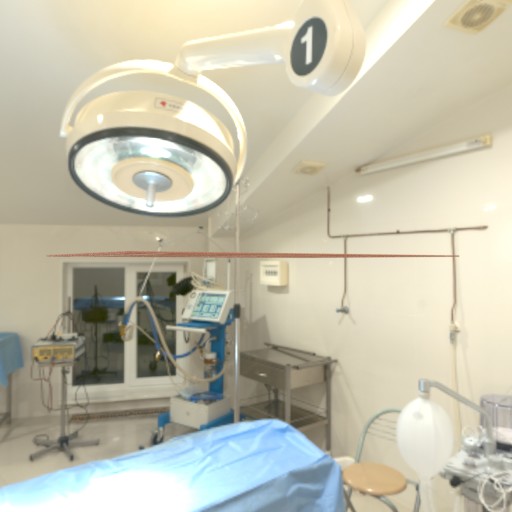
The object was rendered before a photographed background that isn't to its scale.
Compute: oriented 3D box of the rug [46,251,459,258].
[{"bbox_3d":[0.000,0.000,2.348,1.828,0.007,1.217,0,-1,-35],"label":"rug"}]
